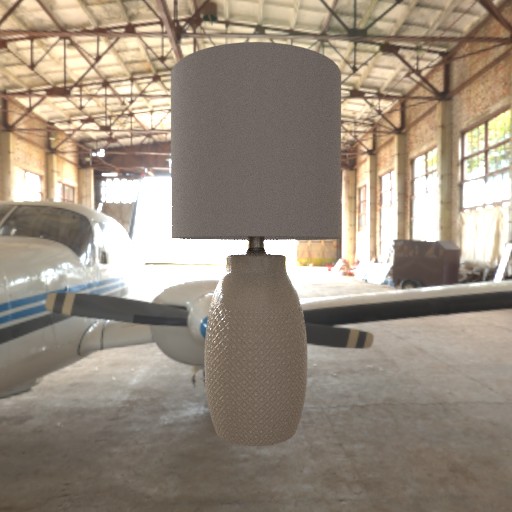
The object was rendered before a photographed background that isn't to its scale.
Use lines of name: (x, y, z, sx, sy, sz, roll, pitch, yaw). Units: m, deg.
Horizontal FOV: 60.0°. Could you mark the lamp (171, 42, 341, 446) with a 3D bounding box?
lamp: (0.000, 0.000, 0.576, 0.217, 0.453, 0.217, 1, 1, 35)
